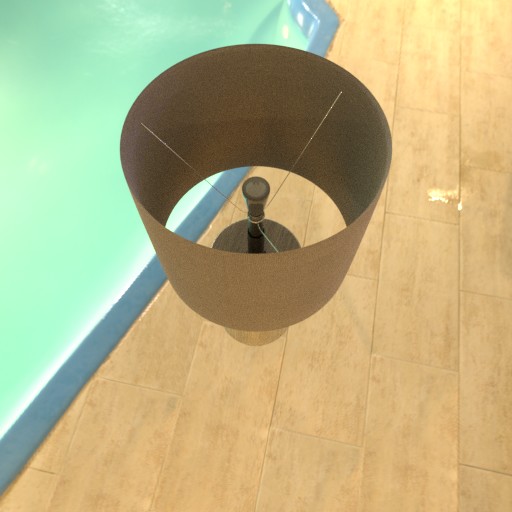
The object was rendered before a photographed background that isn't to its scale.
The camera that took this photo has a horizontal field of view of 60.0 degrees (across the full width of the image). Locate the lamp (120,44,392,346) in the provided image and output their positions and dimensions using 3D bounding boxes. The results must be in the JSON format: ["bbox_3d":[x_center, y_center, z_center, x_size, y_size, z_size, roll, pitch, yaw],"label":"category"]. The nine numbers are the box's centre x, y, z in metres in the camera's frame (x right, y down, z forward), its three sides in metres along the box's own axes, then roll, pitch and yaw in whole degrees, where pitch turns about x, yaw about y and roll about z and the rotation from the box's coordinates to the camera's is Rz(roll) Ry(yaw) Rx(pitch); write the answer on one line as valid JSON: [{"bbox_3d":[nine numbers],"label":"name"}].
[{"bbox_3d":[0.000,0.000,0.568,0.228,0.444,0.228,16,64,8],"label":"lamp"}]
